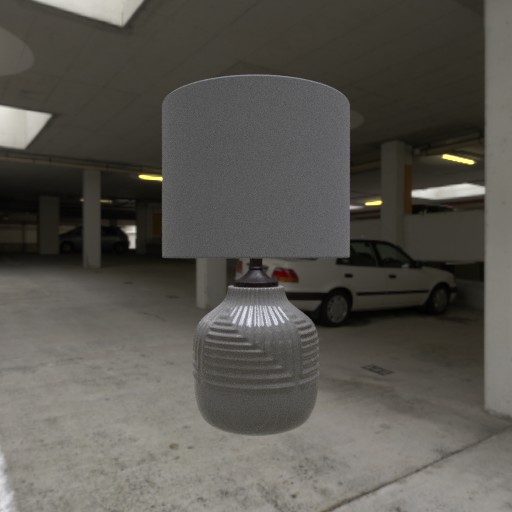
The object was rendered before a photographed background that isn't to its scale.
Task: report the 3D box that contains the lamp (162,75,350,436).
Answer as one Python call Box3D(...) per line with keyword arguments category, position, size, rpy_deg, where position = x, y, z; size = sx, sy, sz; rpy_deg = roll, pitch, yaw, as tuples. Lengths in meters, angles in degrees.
Box3D(category="lamp", position=(0.000, 0.000, 0.767), size=(0.318, 0.567, 0.318), rpy_deg=(0, 0, 0))
